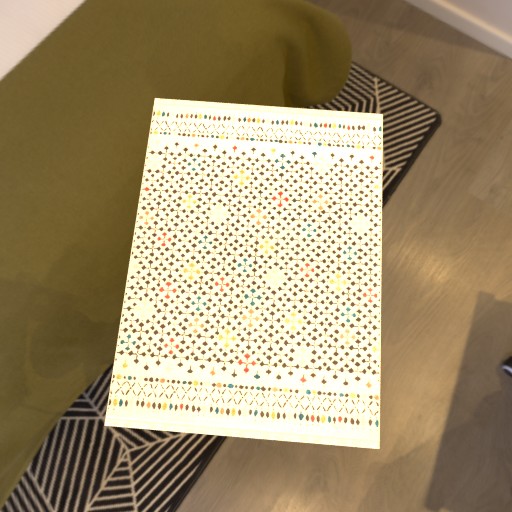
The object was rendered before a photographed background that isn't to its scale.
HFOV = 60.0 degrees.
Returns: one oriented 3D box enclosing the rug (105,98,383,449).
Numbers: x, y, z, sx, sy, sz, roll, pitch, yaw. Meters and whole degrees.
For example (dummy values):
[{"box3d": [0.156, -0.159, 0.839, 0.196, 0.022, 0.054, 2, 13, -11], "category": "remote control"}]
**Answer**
[{"box3d": [0.000, 0.000, 2.032, 1.146, 0.006, 1.556, 4, 76, 1], "category": "rug"}]
